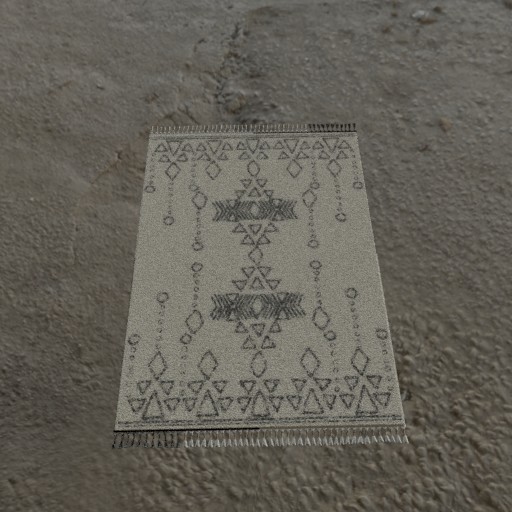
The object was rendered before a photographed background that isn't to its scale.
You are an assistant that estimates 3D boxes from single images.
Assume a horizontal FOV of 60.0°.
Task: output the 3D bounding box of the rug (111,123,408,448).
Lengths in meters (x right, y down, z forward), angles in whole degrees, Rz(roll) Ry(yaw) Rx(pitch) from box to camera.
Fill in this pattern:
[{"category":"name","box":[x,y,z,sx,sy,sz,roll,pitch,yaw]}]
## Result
[{"category":"rug","box":[0.000,0.000,2.920,1.600,0.013,2.312,-1,62,-1]}]
